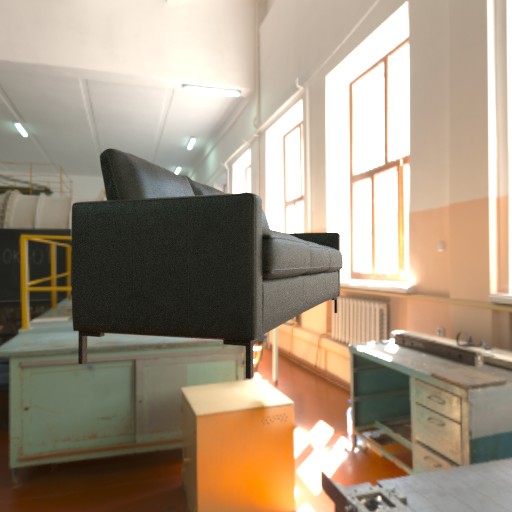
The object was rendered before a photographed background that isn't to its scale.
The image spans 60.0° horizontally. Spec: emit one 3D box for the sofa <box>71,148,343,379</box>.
[{"bbox_3d":[0.000,0.000,2.412,0.748,0.805,2.029,0,-1,18],"label":"sofa"}]
